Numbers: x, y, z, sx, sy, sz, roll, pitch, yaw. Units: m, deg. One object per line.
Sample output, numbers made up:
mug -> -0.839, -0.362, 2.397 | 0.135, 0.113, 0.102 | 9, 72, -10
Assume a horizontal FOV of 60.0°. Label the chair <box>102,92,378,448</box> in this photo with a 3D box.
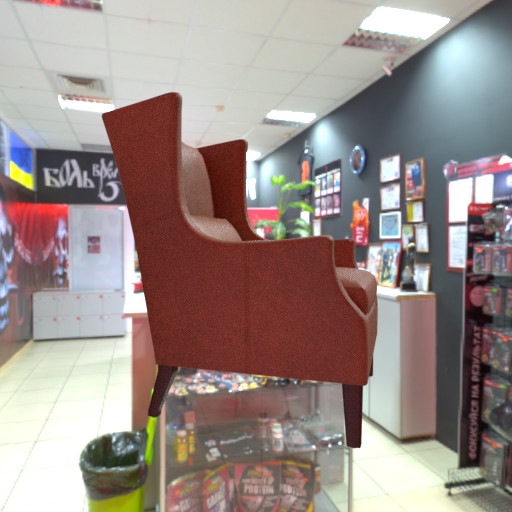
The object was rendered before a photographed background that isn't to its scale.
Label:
chair -> 0.000, 0.000, 1.746 | 0.913, 1.088, 0.815 | 0, 2, 17
